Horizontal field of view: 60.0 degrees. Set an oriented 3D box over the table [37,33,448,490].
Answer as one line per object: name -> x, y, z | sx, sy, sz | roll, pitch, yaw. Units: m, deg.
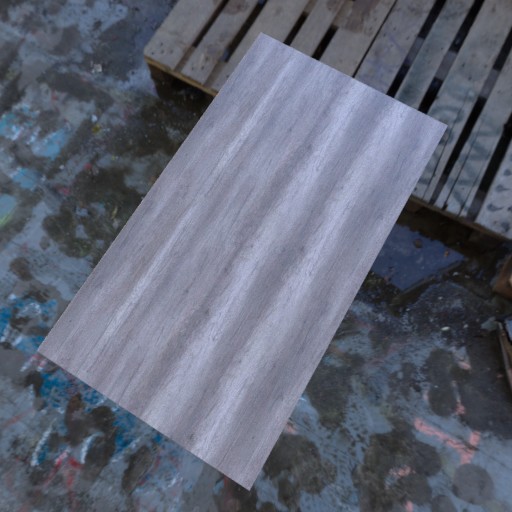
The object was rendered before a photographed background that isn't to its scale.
table -> 0.000, 0.000, 2.097 | 0.900, 0.775, 1.600 | 30, 77, 7
